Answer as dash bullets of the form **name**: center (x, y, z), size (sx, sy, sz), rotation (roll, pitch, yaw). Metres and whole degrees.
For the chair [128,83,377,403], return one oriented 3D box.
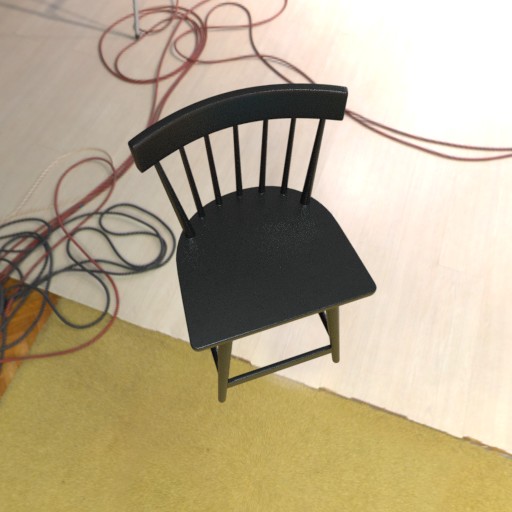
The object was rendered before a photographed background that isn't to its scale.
- **chair**: center (0.000, 0.000, 1.290), size (0.483, 0.952, 0.572), rotation (-17, 65, -8)
